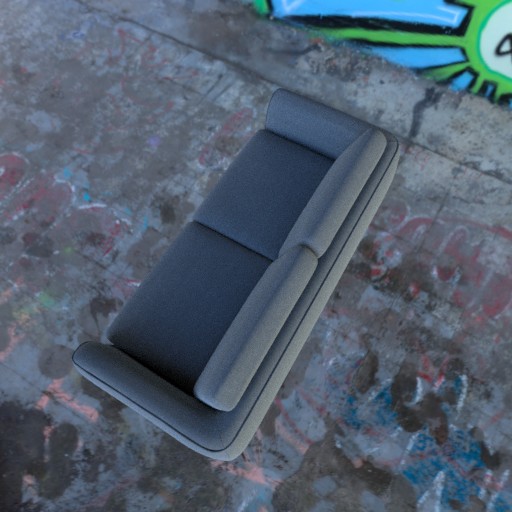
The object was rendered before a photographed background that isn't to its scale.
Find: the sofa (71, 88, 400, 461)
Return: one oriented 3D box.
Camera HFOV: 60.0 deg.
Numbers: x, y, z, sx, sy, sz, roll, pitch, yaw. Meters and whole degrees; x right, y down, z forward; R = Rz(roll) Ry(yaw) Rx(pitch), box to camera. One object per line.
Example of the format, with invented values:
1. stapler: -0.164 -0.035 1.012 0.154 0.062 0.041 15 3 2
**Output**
1. sofa: 0.000 0.000 2.466 0.920 0.850 2.000 28 67 13
